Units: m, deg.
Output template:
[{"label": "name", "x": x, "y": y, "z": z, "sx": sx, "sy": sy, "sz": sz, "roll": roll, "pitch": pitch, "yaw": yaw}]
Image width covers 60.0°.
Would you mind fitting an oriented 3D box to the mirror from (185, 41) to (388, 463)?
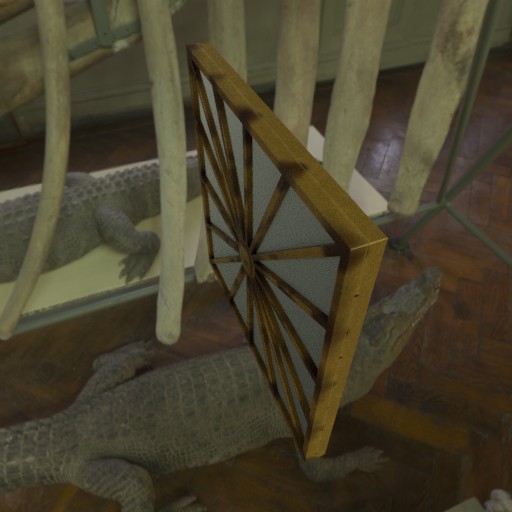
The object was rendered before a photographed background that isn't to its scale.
[{"label": "mirror", "x": 0.000, "y": 0.000, "z": 0.734, "sx": 0.042, "sy": 0.507, "sz": 0.509, "roll": -17, "pitch": 48, "yaw": -16}]
